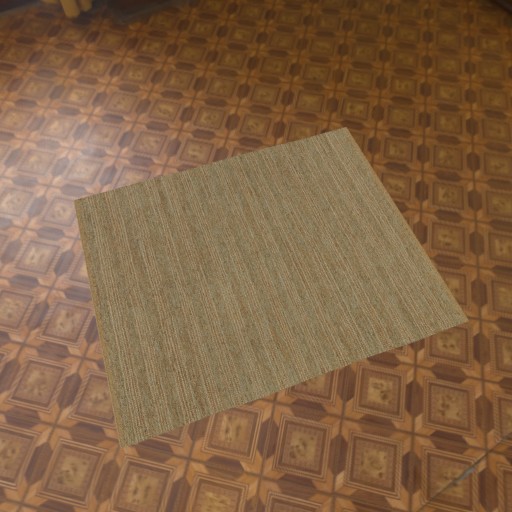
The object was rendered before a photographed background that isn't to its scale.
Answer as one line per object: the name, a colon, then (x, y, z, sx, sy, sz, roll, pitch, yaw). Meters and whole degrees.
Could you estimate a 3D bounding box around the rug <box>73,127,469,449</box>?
rug: (0.000, 0.000, 4.151, 3.034, 0.012, 2.471, -17, 62, -10)
